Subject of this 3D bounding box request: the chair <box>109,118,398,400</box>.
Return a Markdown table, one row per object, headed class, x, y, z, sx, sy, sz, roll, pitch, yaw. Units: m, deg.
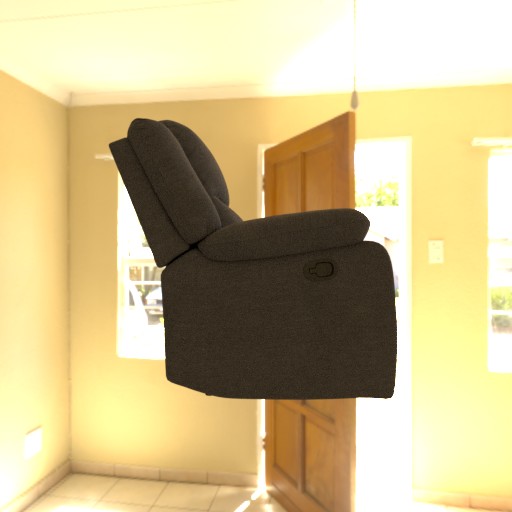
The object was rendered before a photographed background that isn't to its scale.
| class | x | y | z | sx | sy | sz | roll | pitch | yaw |
| --- | --- | --- | --- | --- | --- | --- | --- | --- | --- |
| chair | 0.000 | 0.000 | 1.802 | 0.944 | 1.008 | 0.899 | 0 | 0 | 0 |
